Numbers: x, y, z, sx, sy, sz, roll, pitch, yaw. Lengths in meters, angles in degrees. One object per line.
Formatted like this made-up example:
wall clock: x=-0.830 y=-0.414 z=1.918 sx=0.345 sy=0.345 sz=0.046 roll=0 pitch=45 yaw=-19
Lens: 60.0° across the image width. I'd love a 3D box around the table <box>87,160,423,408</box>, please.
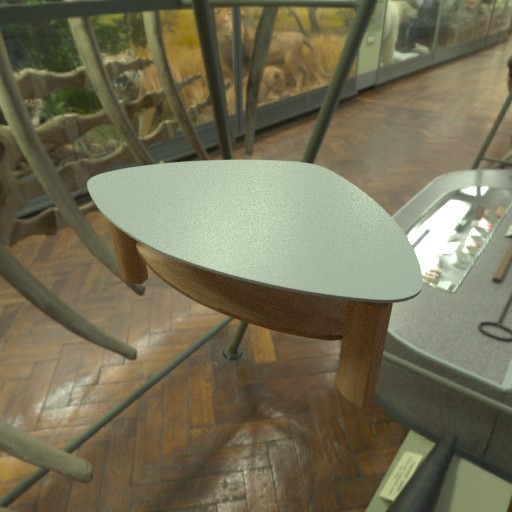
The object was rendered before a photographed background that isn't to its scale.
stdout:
table: x=0.000 y=0.000 z=1.608 sx=1.250 sy=0.440 sz=0.850 roll=22 pitch=37 yaw=31
